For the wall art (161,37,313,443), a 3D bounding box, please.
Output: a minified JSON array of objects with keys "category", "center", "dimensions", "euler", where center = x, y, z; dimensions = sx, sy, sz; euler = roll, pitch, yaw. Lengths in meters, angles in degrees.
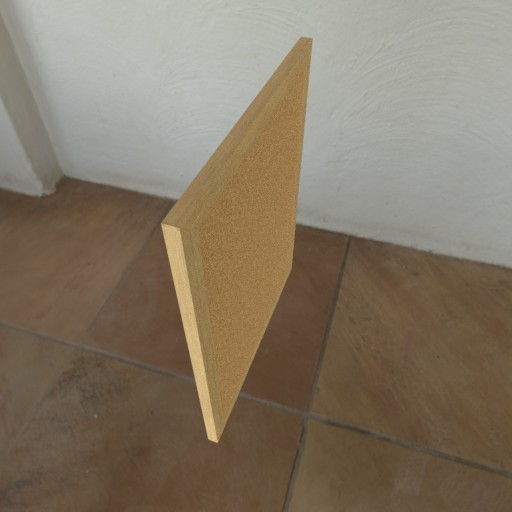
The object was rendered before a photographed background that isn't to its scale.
[{"category":"wall art","center":[0.000,0.000,0.769],"dimensions":[0.020,0.561,0.460],"euler":[16,50,14]}]
